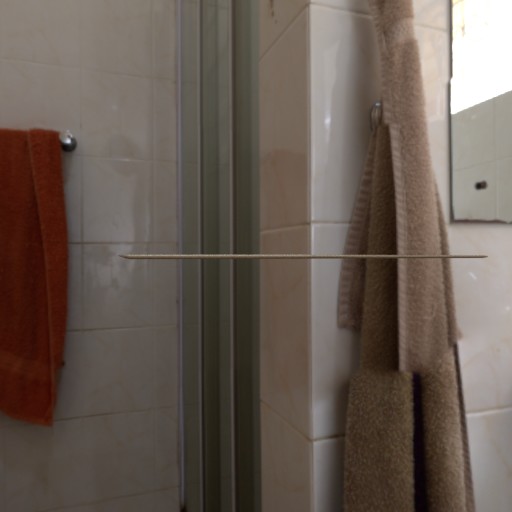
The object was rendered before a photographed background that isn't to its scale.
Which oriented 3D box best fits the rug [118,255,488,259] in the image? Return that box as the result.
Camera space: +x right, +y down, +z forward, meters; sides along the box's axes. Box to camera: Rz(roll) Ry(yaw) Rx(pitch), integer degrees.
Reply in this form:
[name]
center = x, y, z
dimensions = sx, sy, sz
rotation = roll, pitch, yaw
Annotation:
[rug]
center = 0.000, 0.000, 4.119
dimensions = 2.413, 0.020, 3.041
rotation = 0, 0, -18
